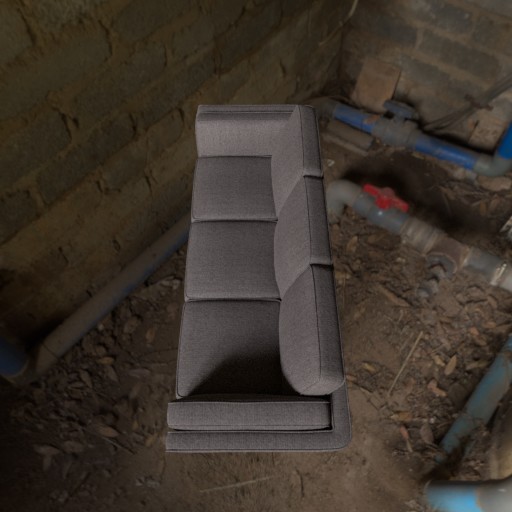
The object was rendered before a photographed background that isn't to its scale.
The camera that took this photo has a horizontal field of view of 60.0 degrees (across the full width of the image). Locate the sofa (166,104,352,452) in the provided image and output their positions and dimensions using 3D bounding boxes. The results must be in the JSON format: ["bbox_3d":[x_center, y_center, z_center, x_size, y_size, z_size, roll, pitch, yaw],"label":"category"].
[{"bbox_3d":[0.000,0.000,2.832,0.903,0.899,2.362,0,58,0],"label":"sofa"}]
